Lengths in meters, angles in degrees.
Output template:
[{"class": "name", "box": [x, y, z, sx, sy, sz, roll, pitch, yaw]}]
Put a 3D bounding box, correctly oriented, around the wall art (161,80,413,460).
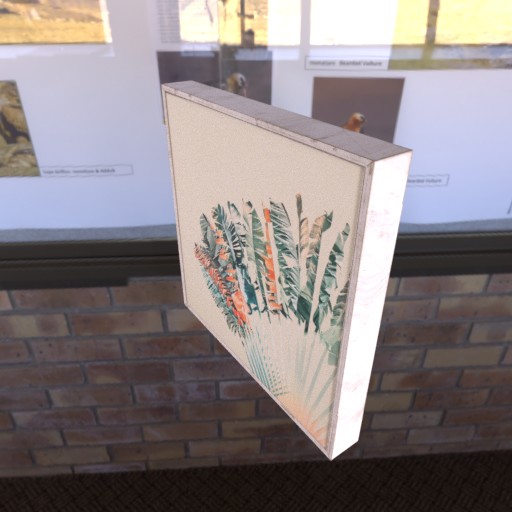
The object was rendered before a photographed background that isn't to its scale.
[{"class": "wall art", "box": [0.000, 0.000, 0.469, 0.038, 0.303, 0.305, -20, 37, -30]}]
